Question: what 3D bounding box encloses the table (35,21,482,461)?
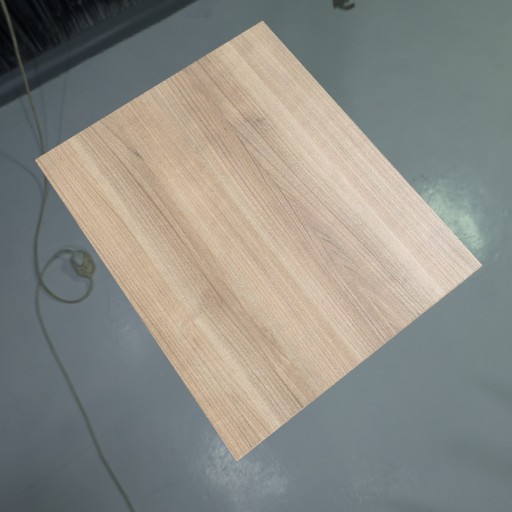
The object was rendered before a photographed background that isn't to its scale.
[{"bbox_3d":[0.000,0.000,0.776,0.380,0.460,0.445,-35,78,-9],"label":"table"}]
